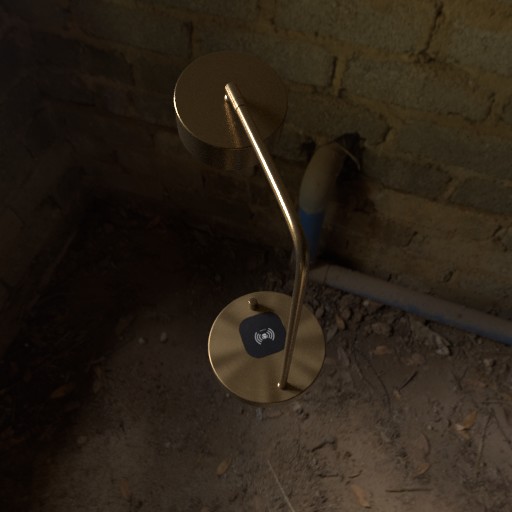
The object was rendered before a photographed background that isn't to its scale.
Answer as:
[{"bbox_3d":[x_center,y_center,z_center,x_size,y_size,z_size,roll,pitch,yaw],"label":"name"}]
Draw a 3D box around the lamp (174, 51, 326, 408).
[{"bbox_3d":[0.000,0.000,0.529,0.171,0.380,0.270,-16,59,-10],"label":"lamp"}]
